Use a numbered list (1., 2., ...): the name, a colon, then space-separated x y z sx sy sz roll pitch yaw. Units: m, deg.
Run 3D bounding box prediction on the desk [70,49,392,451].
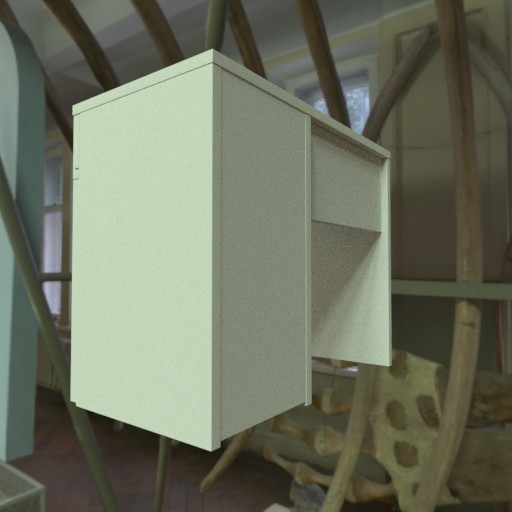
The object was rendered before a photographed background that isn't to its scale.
1. desk: 0.000 0.000 1.304 0.482 0.730 0.898 -1 -2 37
